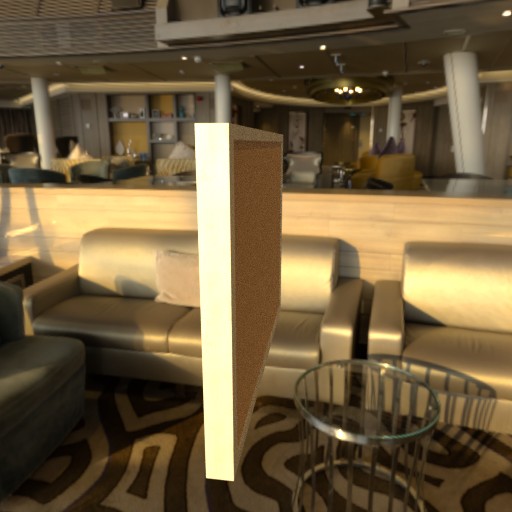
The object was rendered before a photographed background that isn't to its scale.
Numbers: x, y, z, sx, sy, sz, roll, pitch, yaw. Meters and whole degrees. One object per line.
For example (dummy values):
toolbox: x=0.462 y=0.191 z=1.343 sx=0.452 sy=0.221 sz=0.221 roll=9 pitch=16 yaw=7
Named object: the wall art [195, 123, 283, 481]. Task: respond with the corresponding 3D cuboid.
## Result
wall art: x=0.000 y=0.000 z=0.702 sx=0.032 sy=0.380 sz=0.532 roll=2 pitch=14 yaw=8
